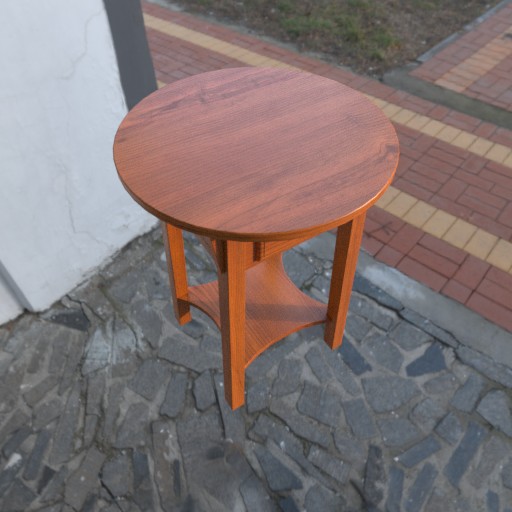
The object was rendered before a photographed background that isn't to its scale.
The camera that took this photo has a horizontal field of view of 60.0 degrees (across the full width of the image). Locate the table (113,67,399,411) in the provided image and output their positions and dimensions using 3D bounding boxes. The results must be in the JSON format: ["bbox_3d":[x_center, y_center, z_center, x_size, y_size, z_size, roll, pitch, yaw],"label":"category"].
[{"bbox_3d":[0.000,0.000,0.951,0.457,0.610,0.457,0,49,0],"label":"table"}]
